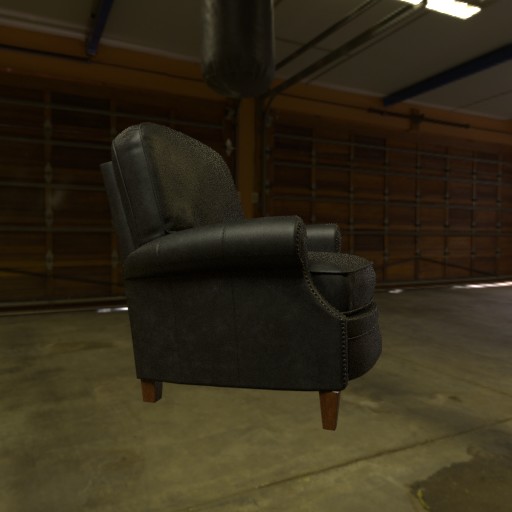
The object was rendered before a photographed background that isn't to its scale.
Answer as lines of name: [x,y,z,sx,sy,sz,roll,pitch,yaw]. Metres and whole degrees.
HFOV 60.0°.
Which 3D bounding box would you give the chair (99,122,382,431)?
chair: [0.000,0.000,1.788,0.986,1.018,0.936,1,2,19]
